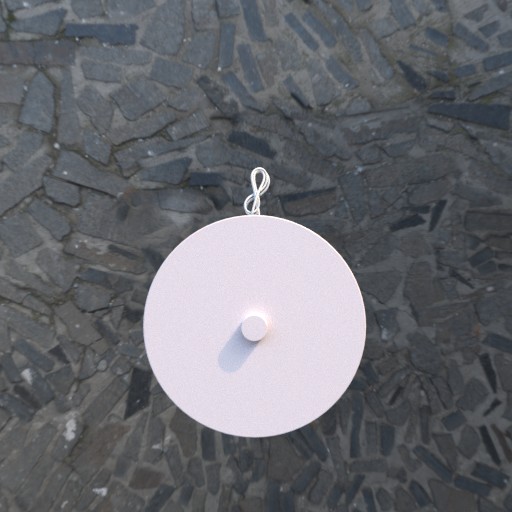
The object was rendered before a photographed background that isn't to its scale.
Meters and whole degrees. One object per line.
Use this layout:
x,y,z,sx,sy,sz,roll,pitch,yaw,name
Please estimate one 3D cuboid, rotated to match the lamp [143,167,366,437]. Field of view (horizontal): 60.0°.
0.000,0.000,0.698,0.229,0.508,0.369,0,90,0,lamp
